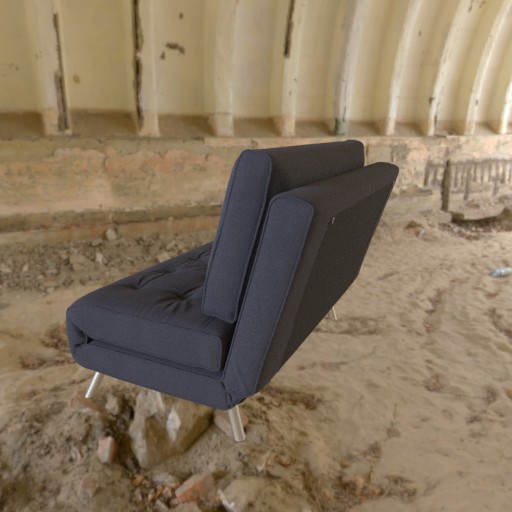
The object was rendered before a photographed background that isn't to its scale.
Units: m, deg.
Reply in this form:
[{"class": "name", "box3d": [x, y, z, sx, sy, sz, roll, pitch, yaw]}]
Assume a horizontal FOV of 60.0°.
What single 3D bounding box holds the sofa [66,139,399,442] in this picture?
[{"class": "sofa", "box3d": [0.000, 0.000, 1.822, 0.910, 0.910, 1.220, 8, 18, 25]}]
